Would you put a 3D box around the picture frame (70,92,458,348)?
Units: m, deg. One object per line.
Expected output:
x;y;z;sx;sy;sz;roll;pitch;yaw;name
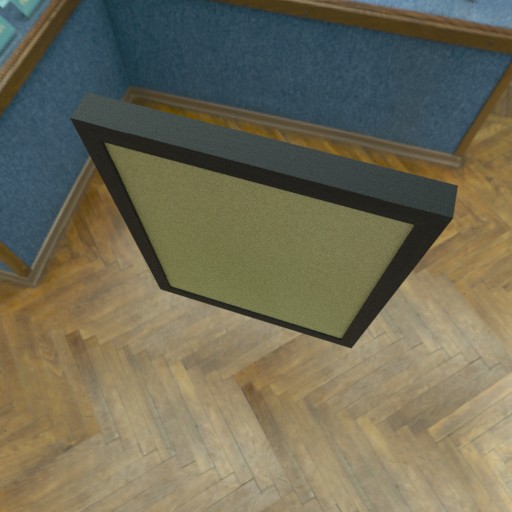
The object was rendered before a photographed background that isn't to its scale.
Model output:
0.000;0.000;0.758;0.452;0.555;0.044;16;65;8;picture frame
